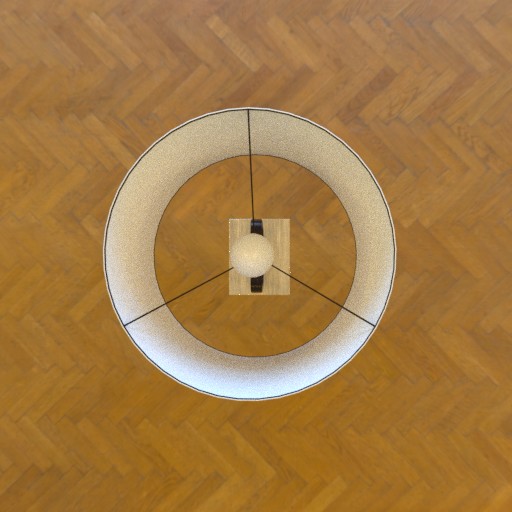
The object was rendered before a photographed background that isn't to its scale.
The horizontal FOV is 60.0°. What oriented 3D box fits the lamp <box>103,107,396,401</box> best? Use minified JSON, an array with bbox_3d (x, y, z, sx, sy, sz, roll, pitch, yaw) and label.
[{"bbox_3d":[0.000,0.000,0.674,0.279,0.508,0.279,0,90,2],"label":"lamp"}]
